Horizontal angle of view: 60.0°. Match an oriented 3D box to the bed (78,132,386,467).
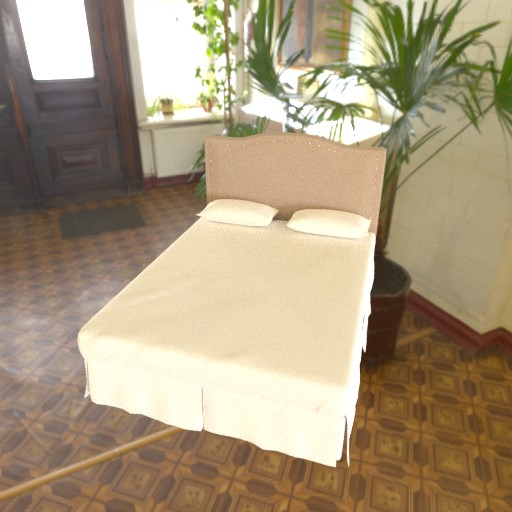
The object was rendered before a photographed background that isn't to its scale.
[{"bbox_3d":[0.000,0.000,3.435,1.821,1.436,2.282,8,29,15],"label":"bed"}]
